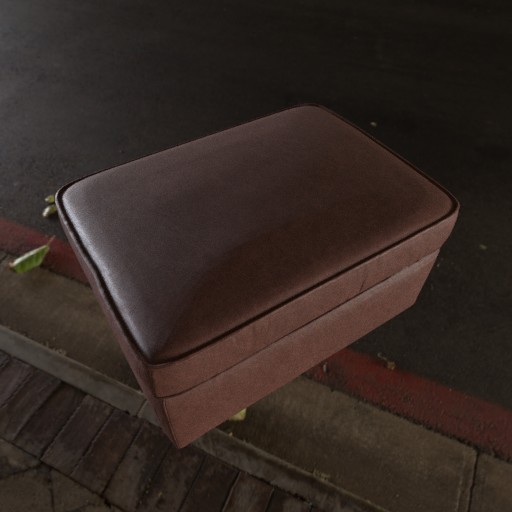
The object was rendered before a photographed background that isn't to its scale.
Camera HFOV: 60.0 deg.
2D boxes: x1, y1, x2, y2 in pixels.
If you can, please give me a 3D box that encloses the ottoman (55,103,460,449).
[{"bbox_3d":[0.000,0.000,1.084,0.749,0.449,0.548,-25,52,-21],"label":"ottoman"}]
